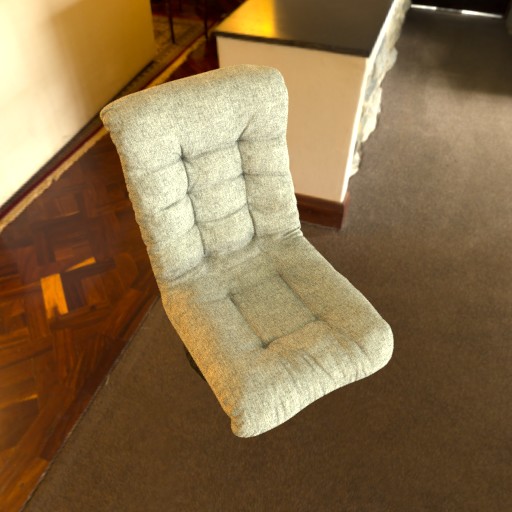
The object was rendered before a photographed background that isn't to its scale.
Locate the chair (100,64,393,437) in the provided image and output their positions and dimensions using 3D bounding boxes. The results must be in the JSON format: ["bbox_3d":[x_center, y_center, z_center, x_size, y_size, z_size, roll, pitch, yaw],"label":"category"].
[{"bbox_3d":[0.000,0.000,0.960,0.400,0.600,0.583,-23,50,-20],"label":"chair"}]
